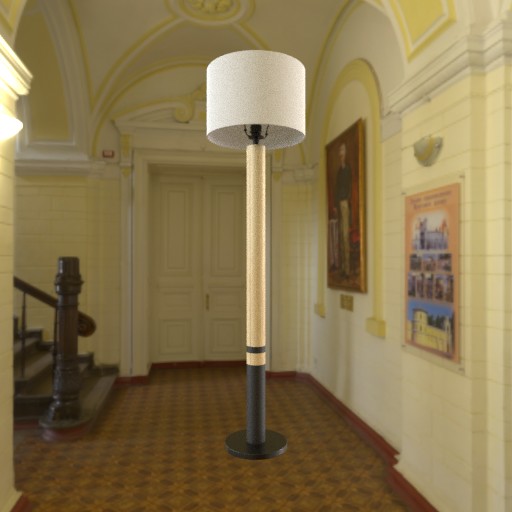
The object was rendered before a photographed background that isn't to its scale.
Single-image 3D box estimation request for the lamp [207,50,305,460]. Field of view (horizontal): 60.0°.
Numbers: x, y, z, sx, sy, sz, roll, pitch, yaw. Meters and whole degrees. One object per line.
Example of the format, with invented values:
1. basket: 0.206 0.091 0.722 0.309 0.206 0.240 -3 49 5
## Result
1. lamp: 0.000 0.000 1.727 0.381 1.478 0.381 0 0 36
